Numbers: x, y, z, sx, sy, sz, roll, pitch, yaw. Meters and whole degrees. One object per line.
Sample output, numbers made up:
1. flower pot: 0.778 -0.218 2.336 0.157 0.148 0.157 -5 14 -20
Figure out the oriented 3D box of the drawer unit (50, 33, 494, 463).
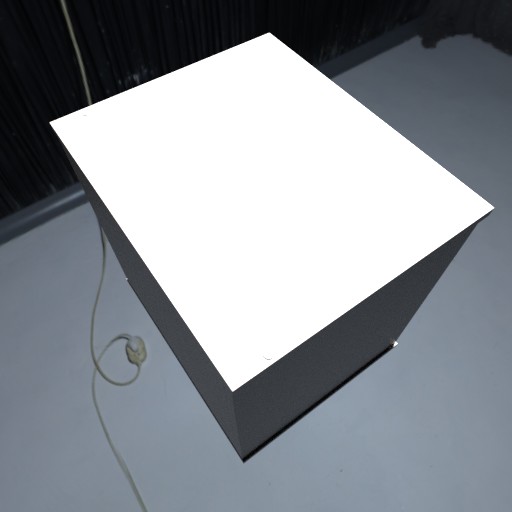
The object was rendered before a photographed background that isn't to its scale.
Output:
1. drawer unit: 0.000 0.000 0.583 0.290 0.344 0.349 -31 62 -18
